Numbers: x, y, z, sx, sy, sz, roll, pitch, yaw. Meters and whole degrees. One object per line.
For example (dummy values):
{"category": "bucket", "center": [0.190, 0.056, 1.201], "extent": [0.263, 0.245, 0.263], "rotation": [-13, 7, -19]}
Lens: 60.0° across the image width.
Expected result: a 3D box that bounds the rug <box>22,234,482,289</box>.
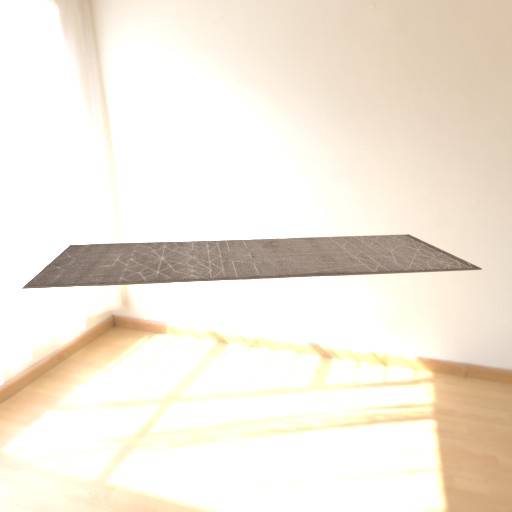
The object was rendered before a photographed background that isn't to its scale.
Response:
{"category": "rug", "center": [0.000, 0.000, 2.694], "extent": [2.388, 0.012, 0.864], "rotation": [-2, 16, -7]}
